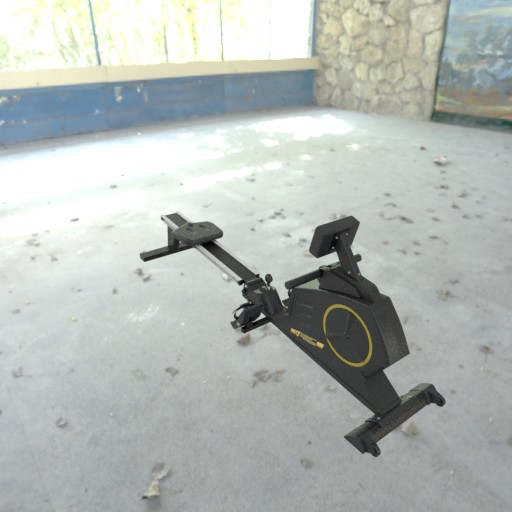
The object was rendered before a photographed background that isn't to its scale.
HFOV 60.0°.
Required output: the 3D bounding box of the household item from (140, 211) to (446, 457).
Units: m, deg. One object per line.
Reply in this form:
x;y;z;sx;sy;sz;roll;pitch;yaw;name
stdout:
0.000;0.000;2.527;0.521;0.810;2.251;-18;32;-32;household item
